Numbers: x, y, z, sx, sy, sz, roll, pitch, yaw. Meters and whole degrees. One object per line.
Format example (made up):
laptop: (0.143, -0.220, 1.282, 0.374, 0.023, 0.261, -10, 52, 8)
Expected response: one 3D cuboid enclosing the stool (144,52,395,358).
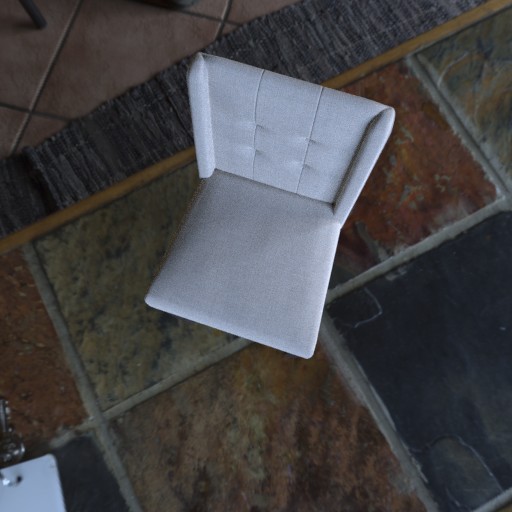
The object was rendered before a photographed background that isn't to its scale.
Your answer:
stool: (0.000, 0.000, 1.382, 0.474, 1.116, 0.509, 18, 77, 4)
